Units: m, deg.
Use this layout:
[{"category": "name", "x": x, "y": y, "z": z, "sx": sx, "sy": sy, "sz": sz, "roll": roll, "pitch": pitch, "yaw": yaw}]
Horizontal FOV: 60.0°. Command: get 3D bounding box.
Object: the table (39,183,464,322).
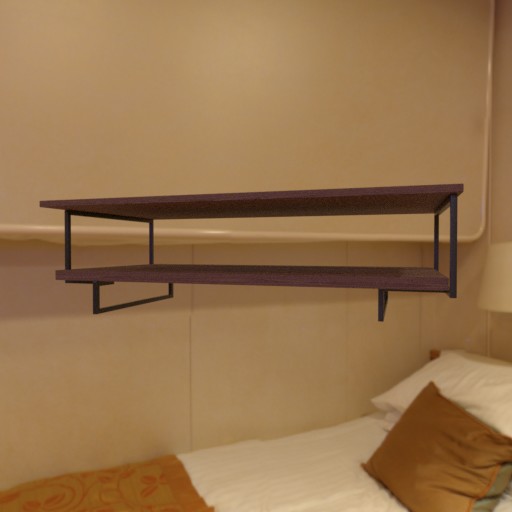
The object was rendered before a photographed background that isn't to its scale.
[{"category": "table", "x": 0.000, "y": 0.000, "z": 1.497, "sx": 1.197, "sy": 0.347, "sz": 0.651, "roll": 0, "pitch": 1, "yaw": 18}]
